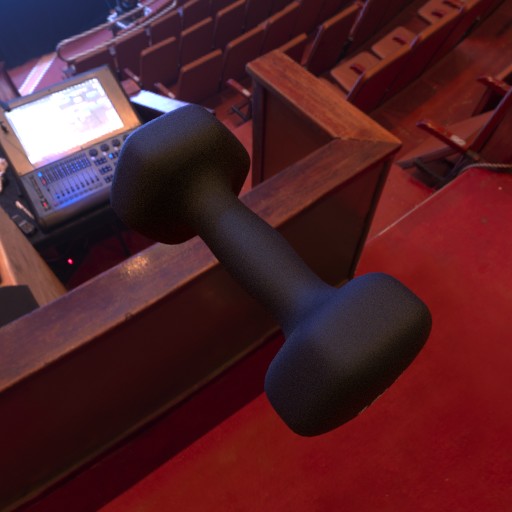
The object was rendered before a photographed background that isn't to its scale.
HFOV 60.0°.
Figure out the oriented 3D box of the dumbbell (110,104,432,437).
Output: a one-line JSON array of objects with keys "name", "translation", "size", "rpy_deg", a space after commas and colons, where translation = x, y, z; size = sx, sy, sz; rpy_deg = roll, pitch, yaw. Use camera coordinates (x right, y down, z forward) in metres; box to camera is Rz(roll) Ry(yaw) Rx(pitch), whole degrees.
[{"name": "dumbbell", "translation": [0.000, 0.000, 0.297], "size": [0.112, 0.101, 0.231], "rpy_deg": [-34, 63, -20]}]
